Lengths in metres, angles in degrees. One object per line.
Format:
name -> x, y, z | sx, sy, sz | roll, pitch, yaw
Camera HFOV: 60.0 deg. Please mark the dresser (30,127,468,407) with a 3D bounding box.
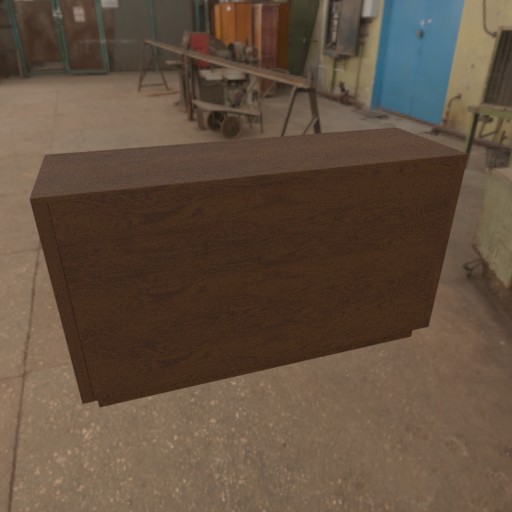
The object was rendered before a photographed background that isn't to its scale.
dresser -> 0.000, 0.000, 1.894 | 1.523, 0.889, 0.512 | -9, 30, -16
